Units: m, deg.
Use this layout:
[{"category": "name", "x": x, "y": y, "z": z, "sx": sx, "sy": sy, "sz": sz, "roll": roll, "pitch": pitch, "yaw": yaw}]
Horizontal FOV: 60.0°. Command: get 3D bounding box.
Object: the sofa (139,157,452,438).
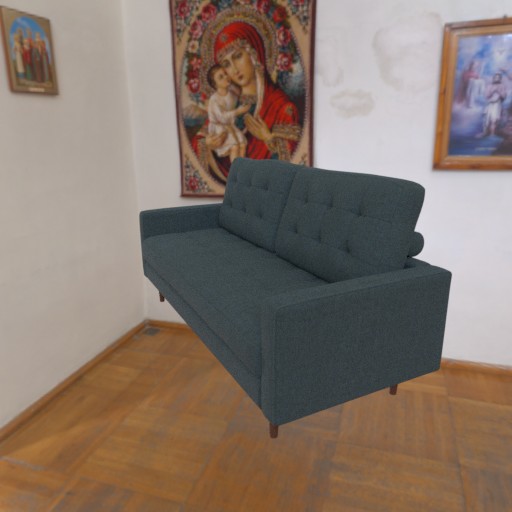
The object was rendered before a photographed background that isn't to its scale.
[{"category": "sofa", "x": 0.000, "y": 0.000, "z": 2.620, "sx": 0.966, "sy": 1.050, "sz": 2.010, "roll": -8, "pitch": 19, "yaw": -26}]
